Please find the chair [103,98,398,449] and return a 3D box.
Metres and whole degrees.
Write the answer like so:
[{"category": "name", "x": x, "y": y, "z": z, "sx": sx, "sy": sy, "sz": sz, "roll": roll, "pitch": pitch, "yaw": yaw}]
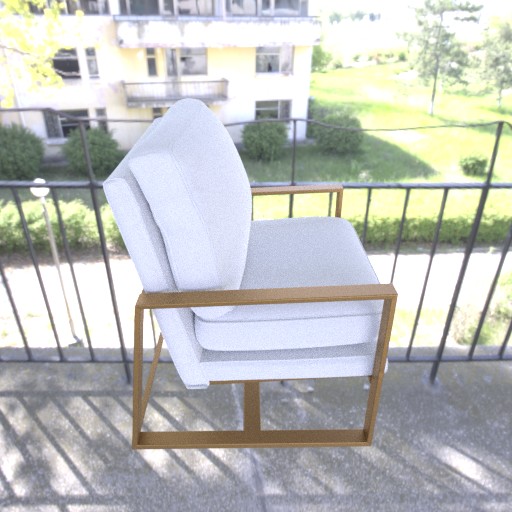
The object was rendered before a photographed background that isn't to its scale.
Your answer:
[{"category": "chair", "x": 0.000, "y": 0.000, "z": 1.537, "sx": 0.813, "sy": 0.966, "sz": 0.805, "roll": -1, "pitch": 30, "yaw": -1}]
